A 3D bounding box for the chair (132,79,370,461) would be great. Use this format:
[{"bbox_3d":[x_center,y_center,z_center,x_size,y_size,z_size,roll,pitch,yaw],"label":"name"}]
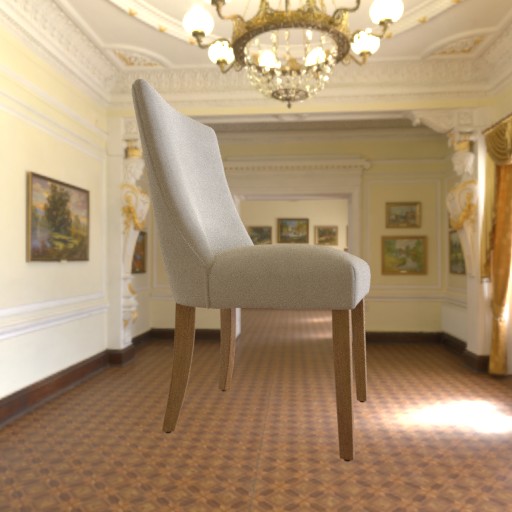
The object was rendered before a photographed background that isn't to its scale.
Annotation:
[{"bbox_3d":[0.000,0.000,1.261,0.610,0.902,0.495,0,-1,18],"label":"chair"}]
